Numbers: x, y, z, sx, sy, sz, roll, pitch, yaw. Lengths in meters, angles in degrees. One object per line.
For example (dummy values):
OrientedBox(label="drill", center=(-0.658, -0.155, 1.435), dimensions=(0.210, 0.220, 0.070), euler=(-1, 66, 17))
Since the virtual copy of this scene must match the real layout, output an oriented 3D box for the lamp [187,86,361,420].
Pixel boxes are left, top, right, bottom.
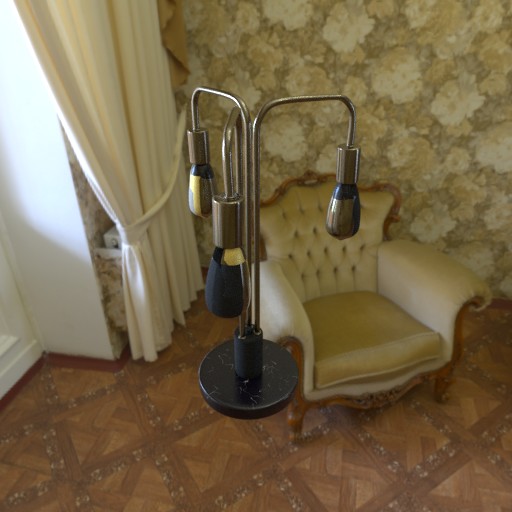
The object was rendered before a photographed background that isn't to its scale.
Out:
OrientedBox(label="lamp", center=(0.000, 0.000, 0.809), dimensions=(0.355, 0.560, 0.368), euler=(-18, 34, -29))
